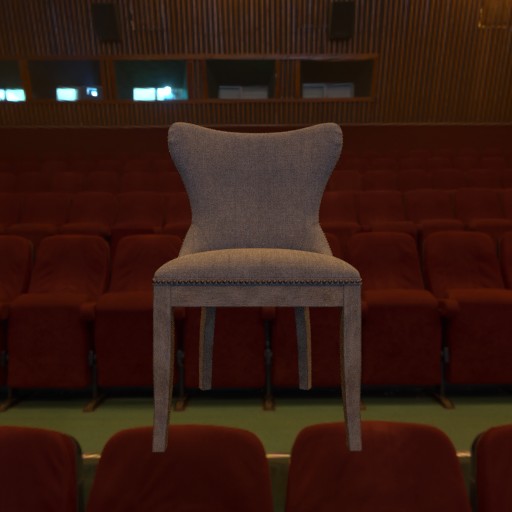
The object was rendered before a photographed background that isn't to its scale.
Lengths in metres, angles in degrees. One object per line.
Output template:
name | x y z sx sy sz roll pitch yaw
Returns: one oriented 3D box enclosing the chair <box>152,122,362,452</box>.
chair | 0.000 0.000 1.467 0.654 1.002 0.681 0 0 -1
